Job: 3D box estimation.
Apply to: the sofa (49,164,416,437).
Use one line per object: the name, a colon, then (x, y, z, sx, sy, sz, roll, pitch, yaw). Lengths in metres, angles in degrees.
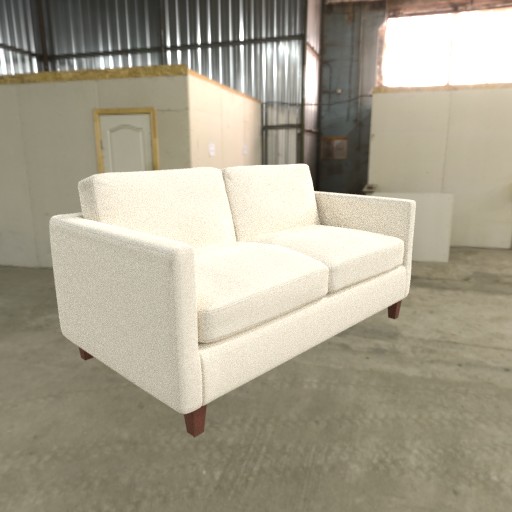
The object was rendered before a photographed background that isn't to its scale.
sofa: (0.000, 0.000, 2.276, 0.964, 0.888, 1.702, 13, 19, 42)
